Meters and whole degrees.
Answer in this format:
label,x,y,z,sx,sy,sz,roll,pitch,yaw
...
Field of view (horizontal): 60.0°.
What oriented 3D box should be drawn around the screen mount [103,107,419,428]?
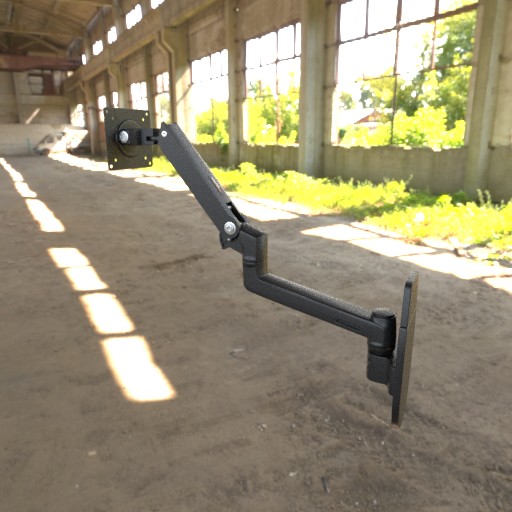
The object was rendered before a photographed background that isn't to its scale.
label,x,y,z,sx,sy,sz,roll,pitch,yaw
screen mount,0.000,0.000,0.719,0.495,0.466,0.115,7,17,25
